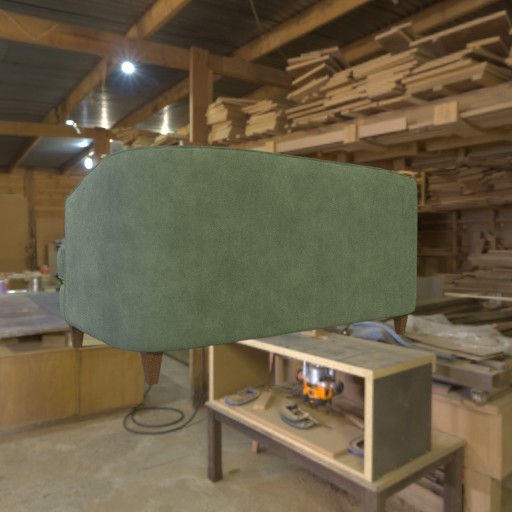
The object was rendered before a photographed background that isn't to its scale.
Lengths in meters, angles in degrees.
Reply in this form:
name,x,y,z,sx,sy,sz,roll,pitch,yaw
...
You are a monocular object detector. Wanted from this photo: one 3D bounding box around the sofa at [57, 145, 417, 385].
name,x,y,z,sx,sy,sz,roll,pitch,yaw
sofa,0.000,0.000,2.259,1.733,0.855,0.941,-2,3,-36
